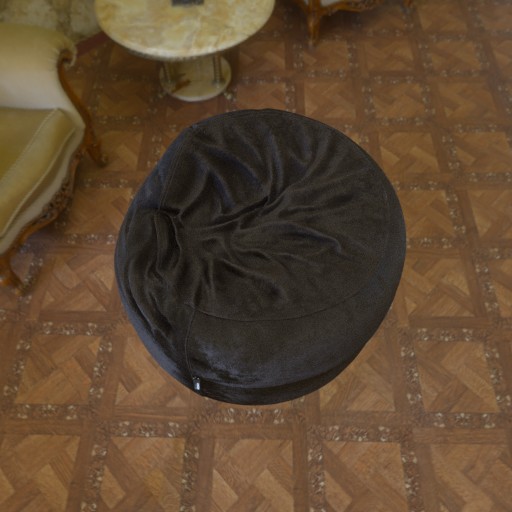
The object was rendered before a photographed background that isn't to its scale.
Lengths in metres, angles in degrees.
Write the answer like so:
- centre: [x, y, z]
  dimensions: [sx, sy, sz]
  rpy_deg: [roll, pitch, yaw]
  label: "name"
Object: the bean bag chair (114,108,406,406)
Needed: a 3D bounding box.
- centre: [0.000, 0.000, 1.491]
  dimensions: [0.918, 0.605, 0.918]
  rpy_deg: [0, 58, 0]
  label: "bean bag chair"
